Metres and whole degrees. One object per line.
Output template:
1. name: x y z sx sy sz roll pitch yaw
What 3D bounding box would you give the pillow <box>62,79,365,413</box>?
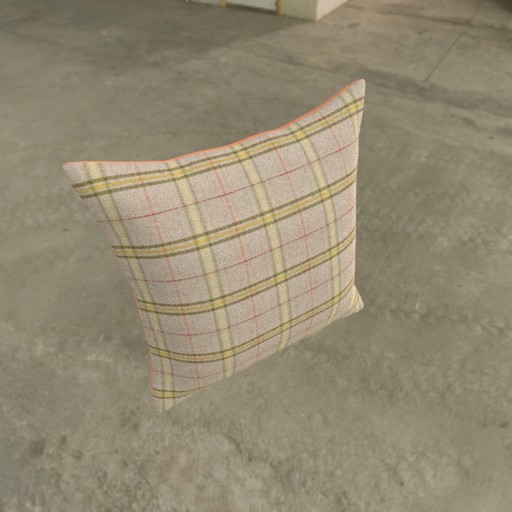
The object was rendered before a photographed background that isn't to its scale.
1. pillow: 0.000 0.000 0.706 0.453 0.430 0.200 -23 49 -21
